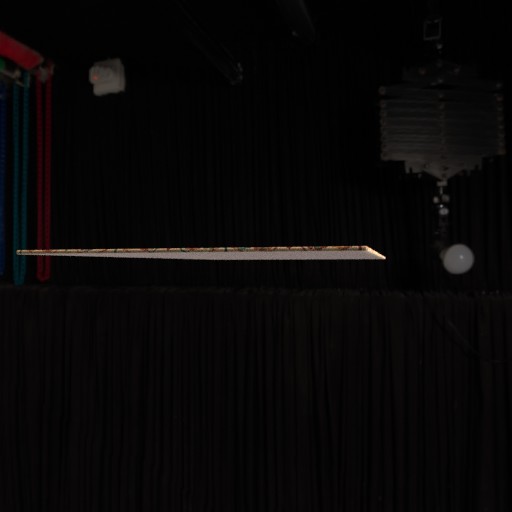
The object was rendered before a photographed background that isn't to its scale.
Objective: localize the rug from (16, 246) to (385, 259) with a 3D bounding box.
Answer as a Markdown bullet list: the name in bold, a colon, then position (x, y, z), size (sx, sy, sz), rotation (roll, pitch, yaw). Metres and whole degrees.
- **rug**: position (0.000, 0.000, 2.849), size (1.541, 0.018, 2.297), rotation (0, -1, 18)
